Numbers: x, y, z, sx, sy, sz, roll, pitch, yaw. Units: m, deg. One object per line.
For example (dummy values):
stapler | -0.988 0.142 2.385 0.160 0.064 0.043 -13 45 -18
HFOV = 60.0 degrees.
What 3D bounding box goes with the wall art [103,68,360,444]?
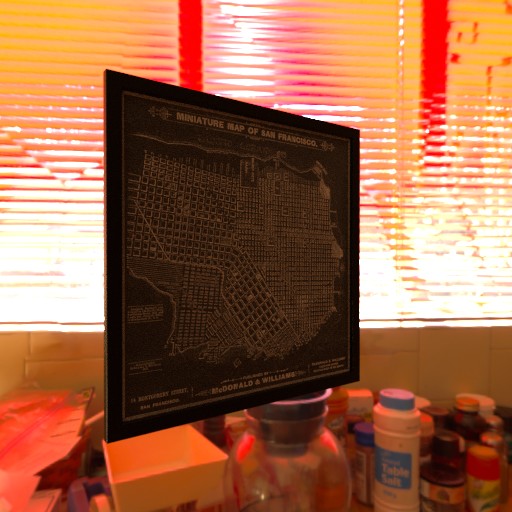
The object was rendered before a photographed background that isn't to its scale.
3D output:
wall art | 0.000 0.000 0.678 0.457 0.458 0.012 0 0 -36
